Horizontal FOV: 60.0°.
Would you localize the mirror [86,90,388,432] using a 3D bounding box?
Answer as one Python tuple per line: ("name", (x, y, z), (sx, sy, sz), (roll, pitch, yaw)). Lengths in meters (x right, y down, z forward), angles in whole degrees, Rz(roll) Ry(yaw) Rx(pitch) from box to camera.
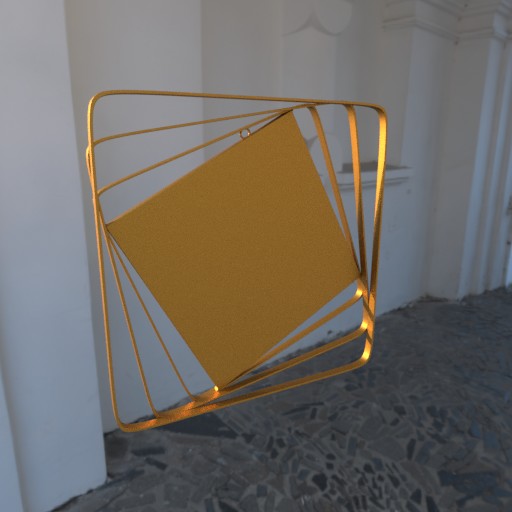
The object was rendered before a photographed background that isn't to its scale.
("mirror", (0.000, 0.000, 0.688), (0.470, 0.468, 0.045), (-7, 16, -27))
